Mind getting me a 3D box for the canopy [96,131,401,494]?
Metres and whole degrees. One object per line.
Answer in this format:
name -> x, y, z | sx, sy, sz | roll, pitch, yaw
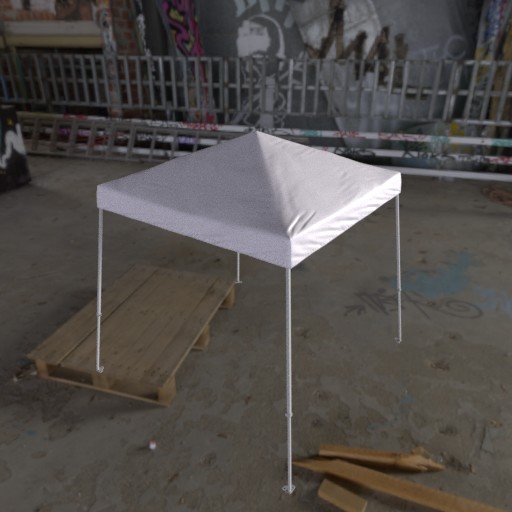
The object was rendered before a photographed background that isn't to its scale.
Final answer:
canopy -> 0.000, 0.000, 5.170 | 2.849, 2.850, 2.850 | 18, 31, 32
